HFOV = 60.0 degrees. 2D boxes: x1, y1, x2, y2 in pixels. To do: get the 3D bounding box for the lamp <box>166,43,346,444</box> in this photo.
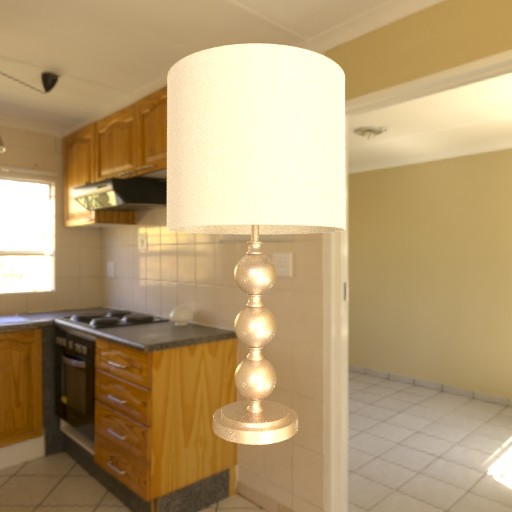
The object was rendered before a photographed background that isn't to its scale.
[{"bbox_3d":[0.000,0.000,0.698,0.277,0.538,0.277,0,0,36],"label":"lamp"}]
